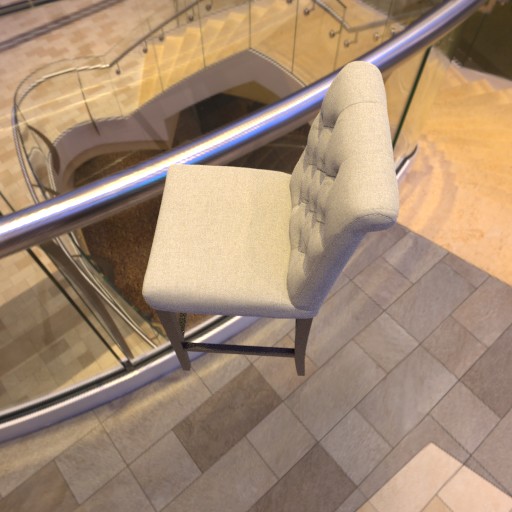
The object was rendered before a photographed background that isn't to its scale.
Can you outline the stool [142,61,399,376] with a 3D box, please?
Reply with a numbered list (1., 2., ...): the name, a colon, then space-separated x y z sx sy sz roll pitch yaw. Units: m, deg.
1. stool: 0.000 0.000 1.443 0.601 1.140 0.493 3 59 2
